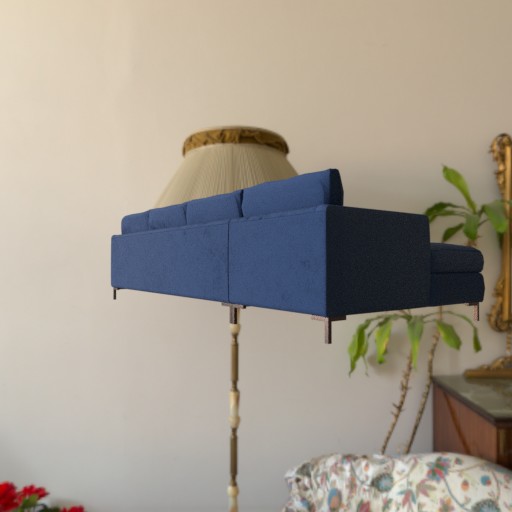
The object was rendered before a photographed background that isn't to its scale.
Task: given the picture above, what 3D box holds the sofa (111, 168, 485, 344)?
[{"bbox_3d":[0.000,0.000,2.905,1.128,0.679,2.450,1,-1,-36],"label":"sofa"}]
